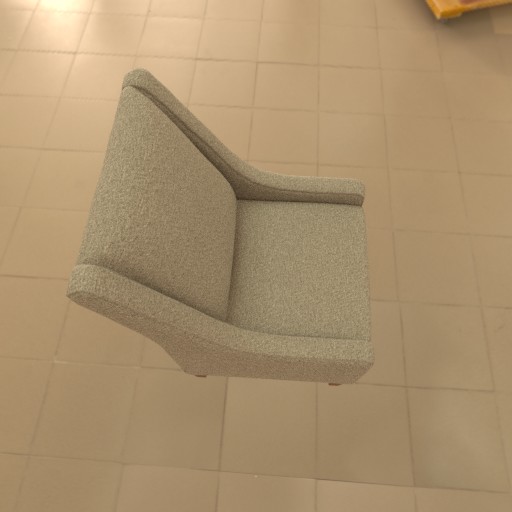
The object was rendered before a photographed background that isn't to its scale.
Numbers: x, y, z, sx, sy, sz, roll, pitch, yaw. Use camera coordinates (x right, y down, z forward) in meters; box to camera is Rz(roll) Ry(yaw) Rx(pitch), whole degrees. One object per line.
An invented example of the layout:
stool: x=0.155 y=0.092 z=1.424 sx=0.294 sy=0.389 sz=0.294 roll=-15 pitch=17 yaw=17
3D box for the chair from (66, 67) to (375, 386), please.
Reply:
chair: x=0.000 y=0.000 z=1.623 sx=0.870 sy=1.016 sz=0.774 roll=3 pitch=64 yaw=2
